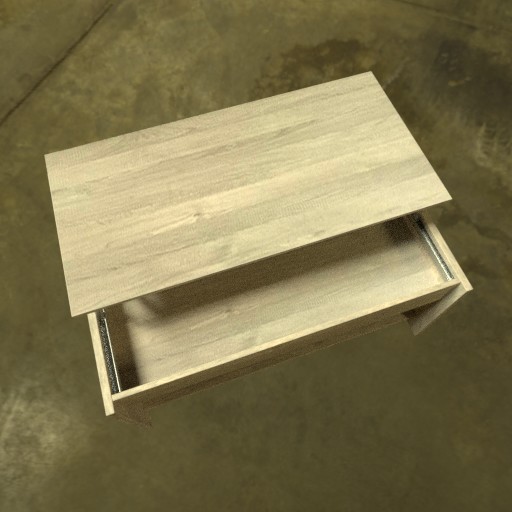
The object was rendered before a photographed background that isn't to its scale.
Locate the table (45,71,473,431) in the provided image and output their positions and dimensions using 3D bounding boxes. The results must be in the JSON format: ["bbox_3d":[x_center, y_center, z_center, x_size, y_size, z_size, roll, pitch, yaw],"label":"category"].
[{"bbox_3d":[0.000,0.000,1.412,1.000,0.570,0.712,-17,65,-8],"label":"table"}]
